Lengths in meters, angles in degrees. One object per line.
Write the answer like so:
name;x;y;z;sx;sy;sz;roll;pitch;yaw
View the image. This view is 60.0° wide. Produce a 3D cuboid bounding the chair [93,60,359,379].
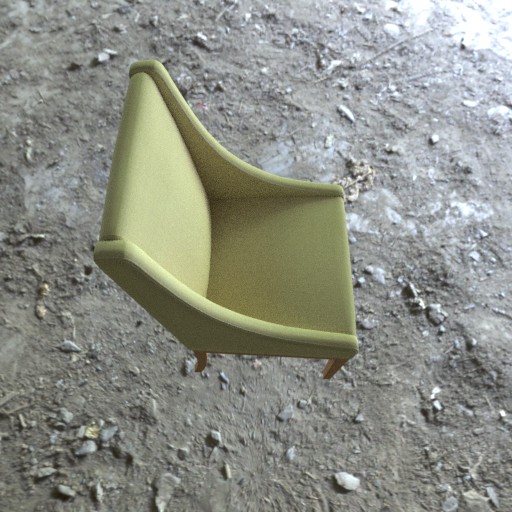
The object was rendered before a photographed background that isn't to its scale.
chair;0.000;0.000;1.376;0.611;1.021;0.575;0;63;0
